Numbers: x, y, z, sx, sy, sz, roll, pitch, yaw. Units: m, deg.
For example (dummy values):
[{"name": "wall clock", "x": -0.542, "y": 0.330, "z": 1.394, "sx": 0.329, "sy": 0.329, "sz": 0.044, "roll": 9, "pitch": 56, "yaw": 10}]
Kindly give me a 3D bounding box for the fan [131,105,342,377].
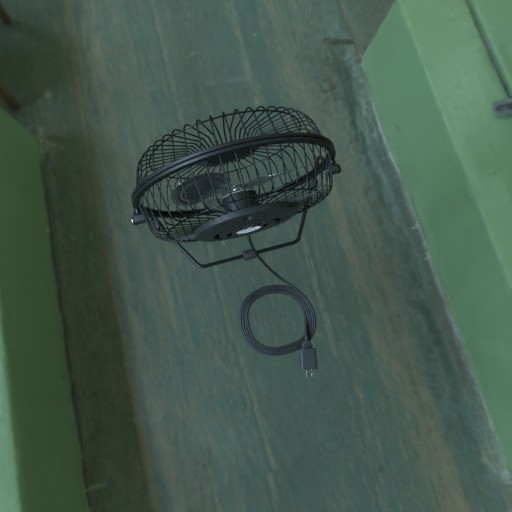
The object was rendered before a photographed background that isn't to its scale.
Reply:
[{"name": "fan", "x": 0.000, "y": 0.000, "z": 0.384, "sx": 0.209, "sy": 0.188, "sz": 0.227, "roll": -15, "pitch": 76, "yaw": -4}]
